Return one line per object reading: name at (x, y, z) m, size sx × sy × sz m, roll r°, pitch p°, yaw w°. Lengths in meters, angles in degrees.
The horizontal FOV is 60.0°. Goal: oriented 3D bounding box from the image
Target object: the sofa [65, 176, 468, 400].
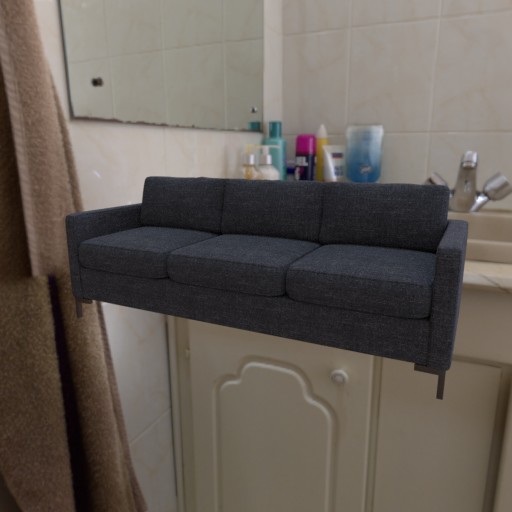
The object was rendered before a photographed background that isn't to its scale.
sofa at (0.000, 0.000, 2.618) m, size 2.218 × 0.874 × 0.859 m, roll 6°, pitch 15°, yaw 26°
